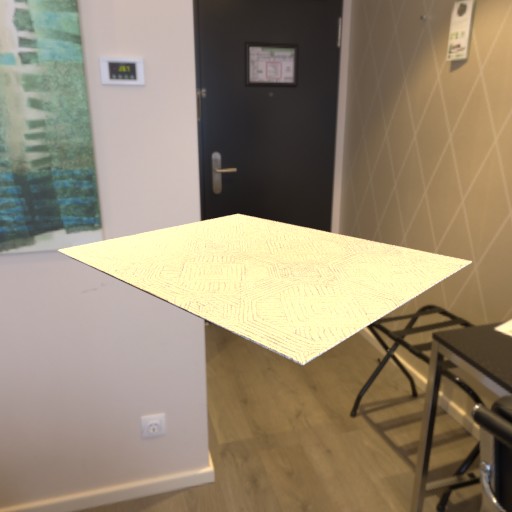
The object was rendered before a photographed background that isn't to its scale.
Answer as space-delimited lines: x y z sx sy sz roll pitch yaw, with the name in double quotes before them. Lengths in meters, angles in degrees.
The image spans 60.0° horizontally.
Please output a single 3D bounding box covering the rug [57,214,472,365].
"rug" 0.000 0.000 4.164 3.049 0.015 2.457 16 23 42
